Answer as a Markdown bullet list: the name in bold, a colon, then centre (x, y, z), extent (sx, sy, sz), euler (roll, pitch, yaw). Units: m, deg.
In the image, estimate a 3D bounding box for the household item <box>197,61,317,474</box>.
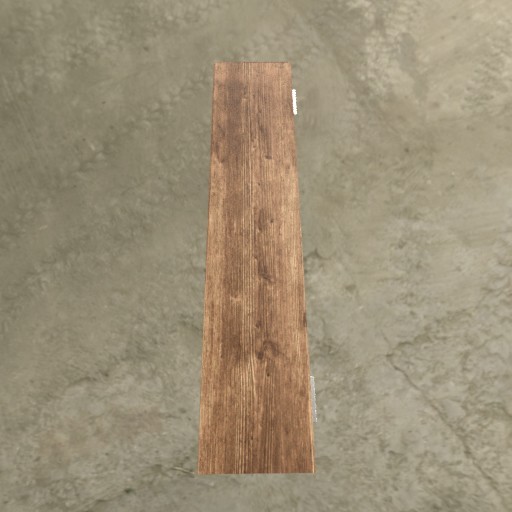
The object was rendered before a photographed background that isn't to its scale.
- **household item**: centre (0.000, 0.000, 2.054), extent (0.390, 0.615, 1.800), euler (-1, 65, 0)
